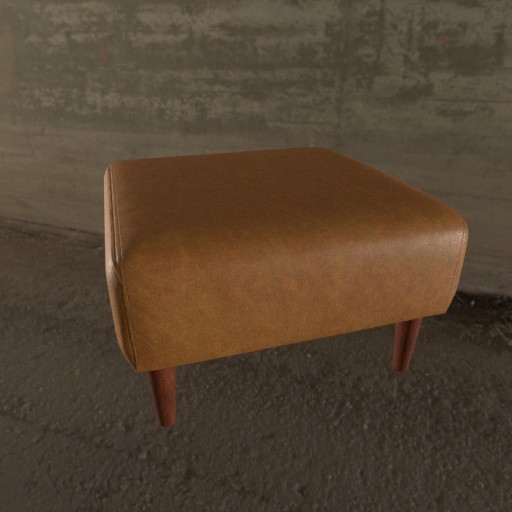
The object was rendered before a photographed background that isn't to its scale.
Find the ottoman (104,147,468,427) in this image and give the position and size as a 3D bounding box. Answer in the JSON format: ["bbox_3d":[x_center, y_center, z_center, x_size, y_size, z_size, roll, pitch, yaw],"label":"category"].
[{"bbox_3d":[0.000,0.000,1.055,0.650,0.399,0.650,-8,27,-16],"label":"ottoman"}]
